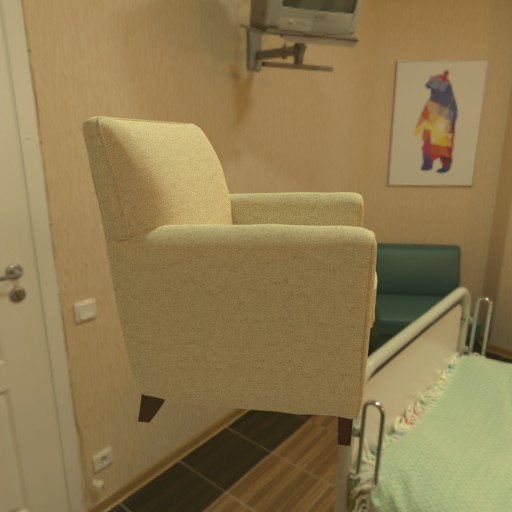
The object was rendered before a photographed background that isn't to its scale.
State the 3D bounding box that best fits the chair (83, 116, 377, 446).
[{"bbox_3d":[0.000,0.000,1.605,0.823,0.943,0.870,3,16,10],"label":"chair"}]
